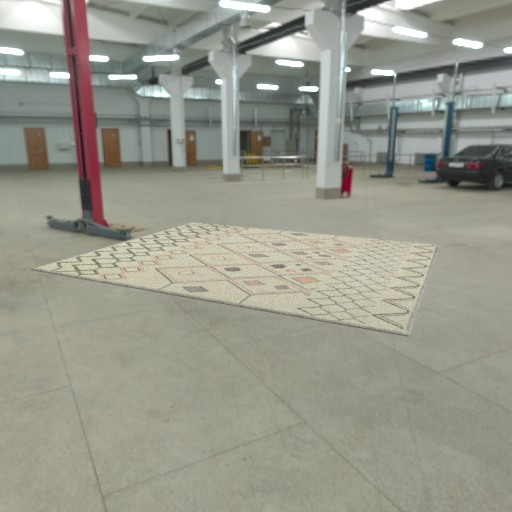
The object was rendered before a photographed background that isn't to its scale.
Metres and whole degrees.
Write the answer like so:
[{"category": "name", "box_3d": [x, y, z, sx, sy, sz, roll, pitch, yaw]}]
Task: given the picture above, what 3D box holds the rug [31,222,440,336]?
[{"category": "rug", "box_3d": [0.000, 0.000, 4.155, 3.050, 0.016, 2.441, 7, 16, 25]}]
